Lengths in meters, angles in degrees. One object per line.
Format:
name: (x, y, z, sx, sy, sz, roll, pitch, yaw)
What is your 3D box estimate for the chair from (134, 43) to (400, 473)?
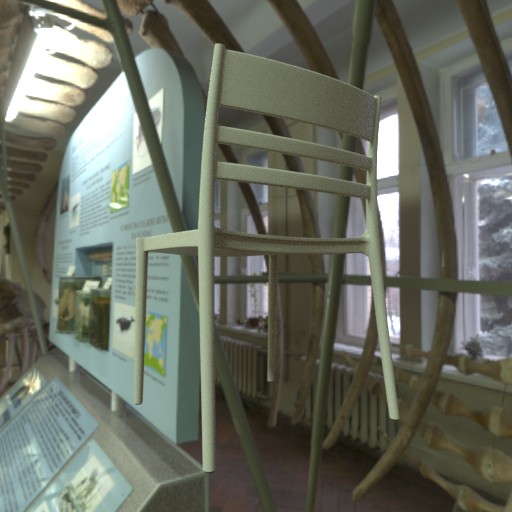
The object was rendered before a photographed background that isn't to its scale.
chair: (0.000, 0.000, 1.145, 0.531, 0.800, 0.511, 1, -3, -34)
